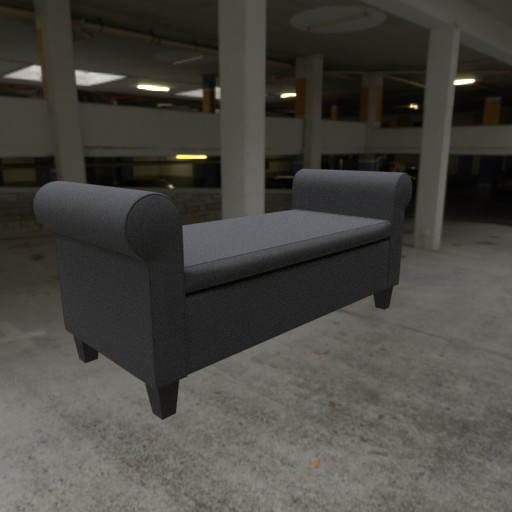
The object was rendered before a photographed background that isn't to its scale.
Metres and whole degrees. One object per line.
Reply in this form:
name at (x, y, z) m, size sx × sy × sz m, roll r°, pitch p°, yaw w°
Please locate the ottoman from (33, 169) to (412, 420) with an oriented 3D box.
ottoman at (0.000, 0.000, 1.541) m, size 0.521 × 0.547 × 1.256 m, roll 13°, pitch 19°, yaw 43°
